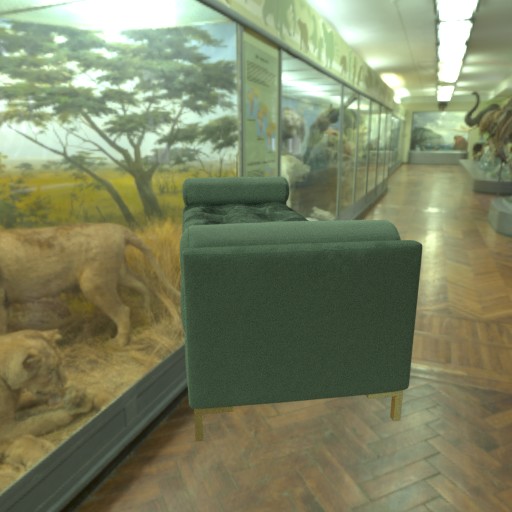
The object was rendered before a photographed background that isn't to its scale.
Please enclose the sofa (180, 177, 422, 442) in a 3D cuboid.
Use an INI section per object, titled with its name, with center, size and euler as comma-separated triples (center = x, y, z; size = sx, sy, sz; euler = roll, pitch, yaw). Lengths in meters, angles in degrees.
[sofa]
center = 0.000, 0.000, 2.430
size = 0.796, 0.705, 2.102
euler = -2, 15, -9
